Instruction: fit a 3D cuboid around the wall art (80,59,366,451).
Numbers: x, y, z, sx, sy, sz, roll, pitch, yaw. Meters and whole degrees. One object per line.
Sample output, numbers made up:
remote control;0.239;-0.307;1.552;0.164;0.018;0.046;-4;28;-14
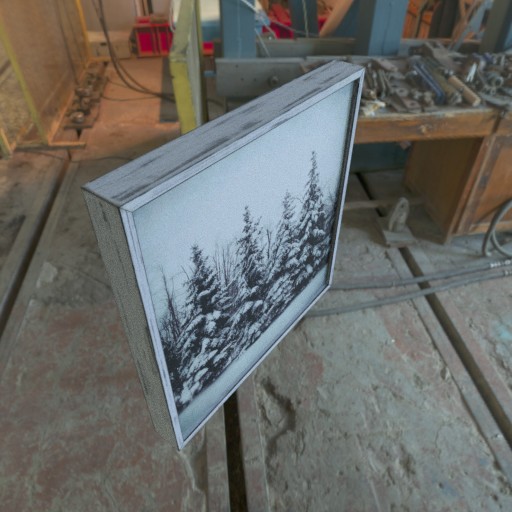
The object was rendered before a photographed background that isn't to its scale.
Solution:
wall art;0.000;0.000;0.452;0.036;0.303;0.303;27;48;27
